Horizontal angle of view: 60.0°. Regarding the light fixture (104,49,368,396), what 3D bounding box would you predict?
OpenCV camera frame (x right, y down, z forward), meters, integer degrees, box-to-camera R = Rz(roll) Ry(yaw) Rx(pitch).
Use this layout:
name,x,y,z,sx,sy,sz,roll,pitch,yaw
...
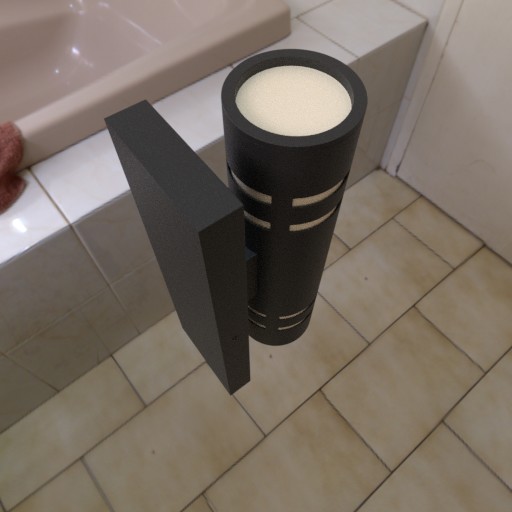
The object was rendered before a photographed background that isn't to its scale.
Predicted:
name,x,y,z,sx,sy,sz,roll,pitch,yaw
light fixture,0.000,0.000,0.406,0.149,0.330,0.105,-33,64,-18
